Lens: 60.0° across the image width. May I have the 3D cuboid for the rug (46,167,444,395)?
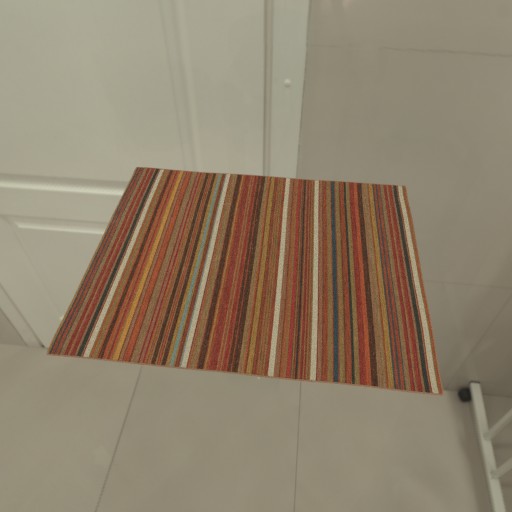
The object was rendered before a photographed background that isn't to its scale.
[{"bbox_3d":[0.000,0.000,4.220,3.092,0.023,2.479,5,48,4],"label":"rug"}]
